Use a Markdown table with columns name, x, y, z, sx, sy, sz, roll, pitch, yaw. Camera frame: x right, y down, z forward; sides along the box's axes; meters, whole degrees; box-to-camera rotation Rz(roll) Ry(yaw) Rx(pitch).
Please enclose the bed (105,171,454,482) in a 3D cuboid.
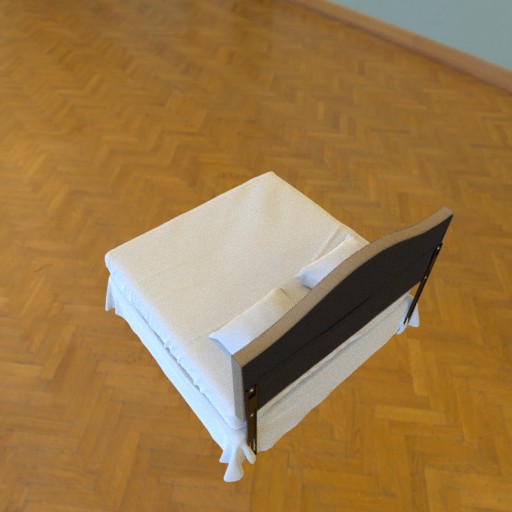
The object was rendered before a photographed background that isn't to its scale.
| name | x | y | z | sx | sy | sz | roll | pitch | yaw |
| --- | --- | --- | --- | --- | --- | --- | --- | --- | --- |
| bed | 0.000 | 0.000 | 3.764 | 2.311 | 1.651 | 2.222 | -31 | 54 | -26 |
